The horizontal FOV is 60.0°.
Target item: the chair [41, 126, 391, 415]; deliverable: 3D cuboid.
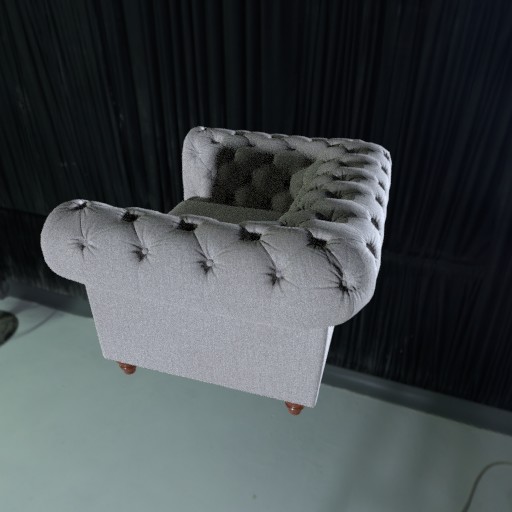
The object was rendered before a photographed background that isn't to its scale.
[{"bbox_3d":[0.000,0.000,1.835,0.976,0.770,1.270,9,31,15],"label":"chair"}]
